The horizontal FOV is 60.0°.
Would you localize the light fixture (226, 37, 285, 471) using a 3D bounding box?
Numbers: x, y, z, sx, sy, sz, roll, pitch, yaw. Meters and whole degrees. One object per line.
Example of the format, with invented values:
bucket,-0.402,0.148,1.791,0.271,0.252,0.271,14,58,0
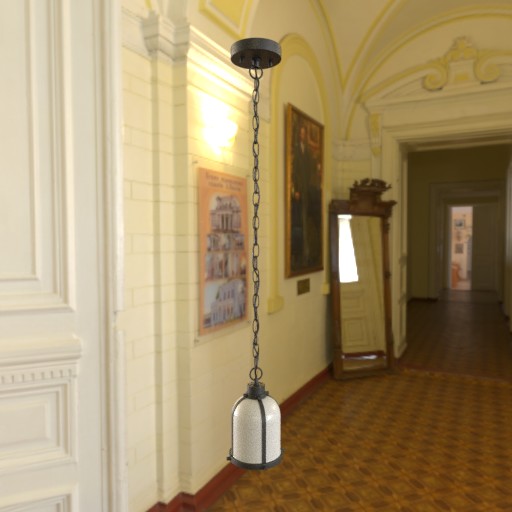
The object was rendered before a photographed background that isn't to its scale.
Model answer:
light fixture,0.000,0.000,1.285,0.178,1.181,0.178,-1,2,-18
